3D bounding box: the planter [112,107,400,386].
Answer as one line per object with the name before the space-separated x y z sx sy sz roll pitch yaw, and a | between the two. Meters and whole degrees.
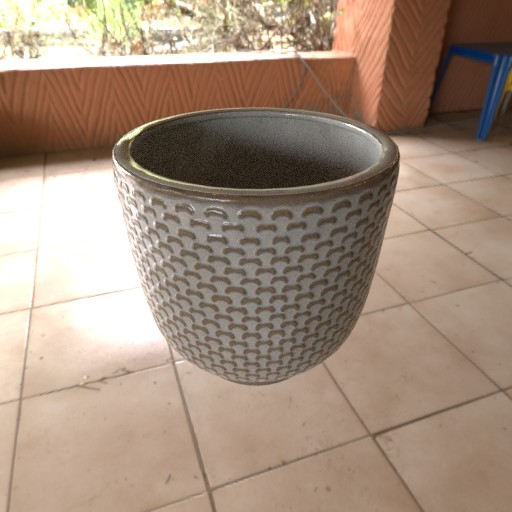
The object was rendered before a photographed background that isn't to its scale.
planter | 0.000 0.000 0.358 0.197 0.191 0.197 0 32 0
